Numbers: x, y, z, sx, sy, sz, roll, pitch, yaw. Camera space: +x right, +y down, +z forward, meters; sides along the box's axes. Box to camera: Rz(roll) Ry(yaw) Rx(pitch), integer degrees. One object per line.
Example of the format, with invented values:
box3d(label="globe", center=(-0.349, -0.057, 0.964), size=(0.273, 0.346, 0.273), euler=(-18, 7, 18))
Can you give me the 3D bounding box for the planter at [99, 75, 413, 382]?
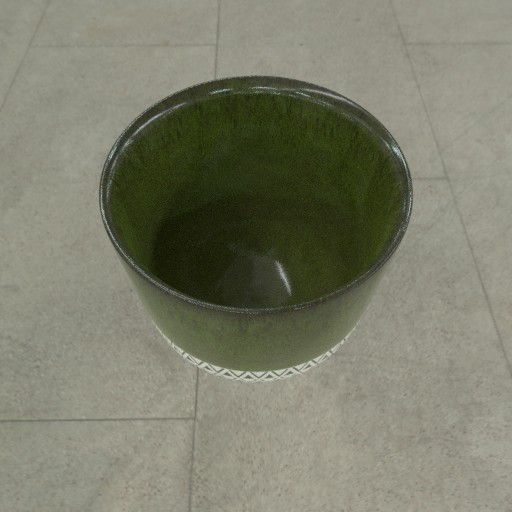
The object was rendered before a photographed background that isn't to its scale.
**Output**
box3d(label="planter", center=(0.000, 0.000, 0.493), size=(0.266, 0.270, 0.266), euler=(0, 58, 0))
